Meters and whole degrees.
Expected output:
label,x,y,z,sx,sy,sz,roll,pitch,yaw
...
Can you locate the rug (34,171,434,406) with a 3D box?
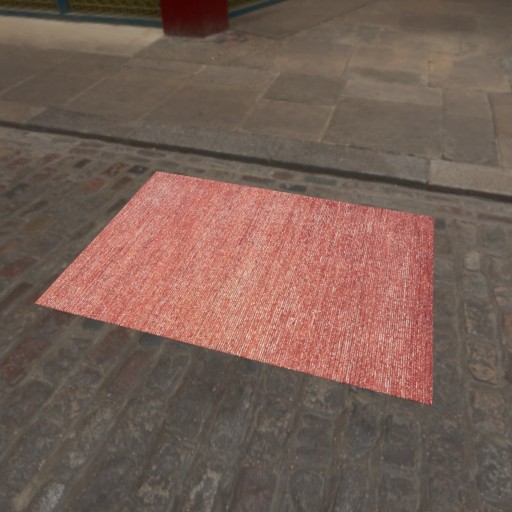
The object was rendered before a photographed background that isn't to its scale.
label,x,y,z,sx,sy,sz,roll,pitch,yaw
rug,0.000,0.000,5.177,3.965,0.025,2.803,11,42,13
